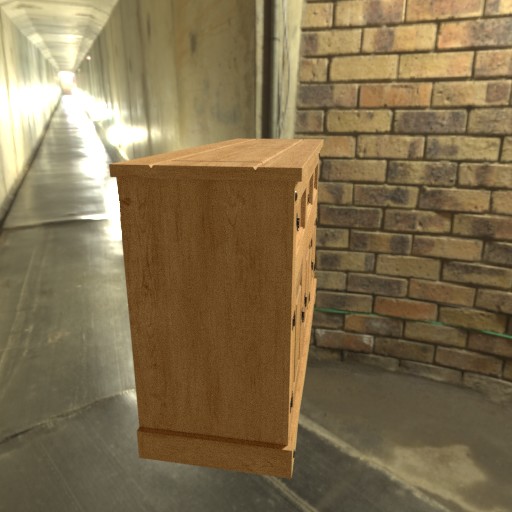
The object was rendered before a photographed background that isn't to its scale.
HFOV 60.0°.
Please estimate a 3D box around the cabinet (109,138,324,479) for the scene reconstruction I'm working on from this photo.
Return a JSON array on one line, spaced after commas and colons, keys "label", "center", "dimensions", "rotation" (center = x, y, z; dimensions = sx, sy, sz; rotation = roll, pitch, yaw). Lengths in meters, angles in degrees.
[{"label": "cabinet", "center": [0.000, 0.000, 1.697], "dimensions": [0.432, 0.810, 1.321], "rotation": [3, 18, 10]}]
